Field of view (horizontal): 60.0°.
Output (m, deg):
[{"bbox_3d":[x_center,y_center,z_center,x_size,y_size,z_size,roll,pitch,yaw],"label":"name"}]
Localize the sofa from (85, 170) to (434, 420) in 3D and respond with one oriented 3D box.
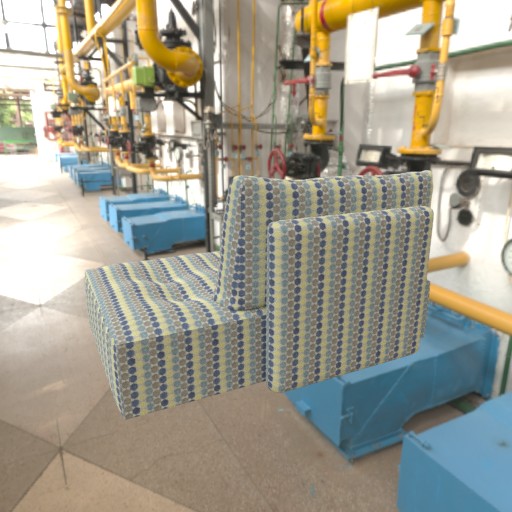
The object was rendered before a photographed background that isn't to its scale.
[{"bbox_3d":[0.000,0.000,2.062,1.450,0.820,1.000,-8,18,-26],"label":"sofa"}]
